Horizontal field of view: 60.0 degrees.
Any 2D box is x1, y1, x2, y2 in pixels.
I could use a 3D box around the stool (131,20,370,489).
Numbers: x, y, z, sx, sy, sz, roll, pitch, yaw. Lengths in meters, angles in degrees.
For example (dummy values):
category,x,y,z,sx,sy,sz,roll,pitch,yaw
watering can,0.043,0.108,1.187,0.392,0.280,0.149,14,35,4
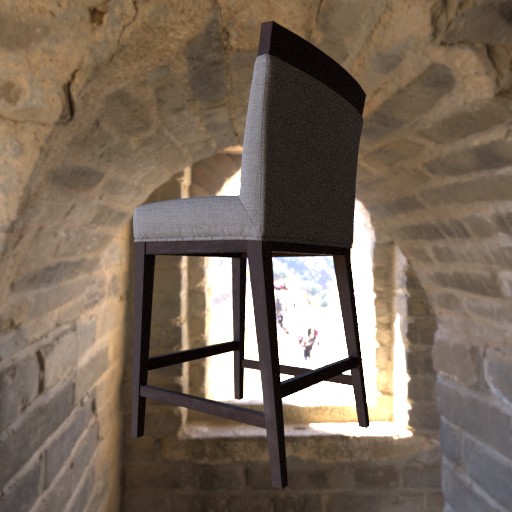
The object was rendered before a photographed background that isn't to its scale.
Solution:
category,x,y,z,sx,sy,sz,roll,pitch,yaw
stool,0.000,0.000,1.286,0.531,1.009,0.512,-1,-2,37
